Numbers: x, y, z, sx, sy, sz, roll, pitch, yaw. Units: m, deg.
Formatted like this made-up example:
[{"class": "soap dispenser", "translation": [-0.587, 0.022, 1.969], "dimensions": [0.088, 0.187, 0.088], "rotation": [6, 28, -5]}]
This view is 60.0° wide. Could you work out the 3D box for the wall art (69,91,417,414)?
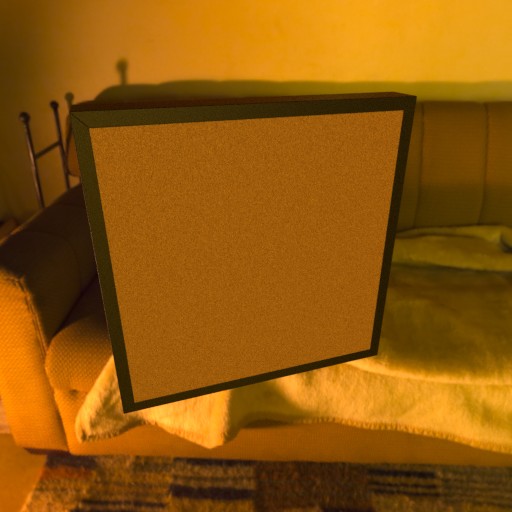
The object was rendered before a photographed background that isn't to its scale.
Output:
[{"class": "wall art", "translation": [0.000, 0.000, 0.454], "dimensions": [0.304, 0.304, 0.038], "rotation": [-8, 28, -16]}]
